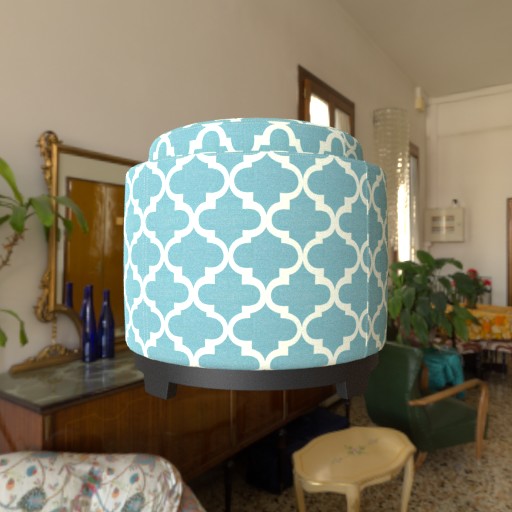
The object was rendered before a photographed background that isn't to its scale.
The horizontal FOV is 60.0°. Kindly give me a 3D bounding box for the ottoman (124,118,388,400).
[{"bbox_3d":[0.000,0.000,0.839,0.480,0.429,0.480,0,0,0],"label":"ottoman"}]
